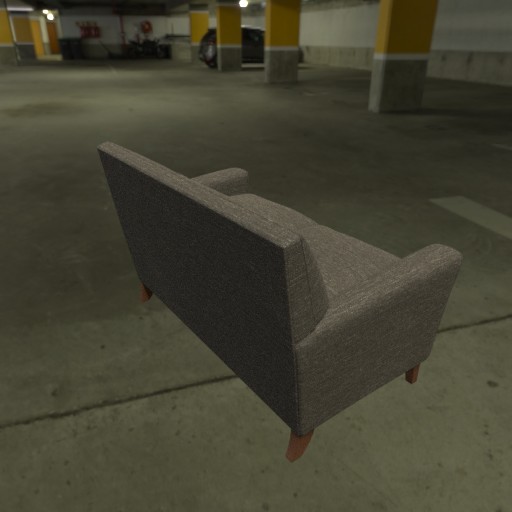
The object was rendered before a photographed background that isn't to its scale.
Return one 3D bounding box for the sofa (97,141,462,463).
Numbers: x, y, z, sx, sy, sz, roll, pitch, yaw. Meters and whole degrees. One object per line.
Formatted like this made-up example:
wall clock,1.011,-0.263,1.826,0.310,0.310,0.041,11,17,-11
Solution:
sofa,0.000,0.000,2.044,0.867,0.905,1.509,-18,31,-32
